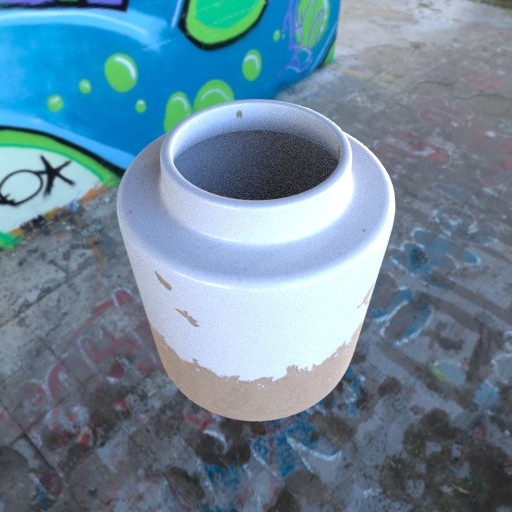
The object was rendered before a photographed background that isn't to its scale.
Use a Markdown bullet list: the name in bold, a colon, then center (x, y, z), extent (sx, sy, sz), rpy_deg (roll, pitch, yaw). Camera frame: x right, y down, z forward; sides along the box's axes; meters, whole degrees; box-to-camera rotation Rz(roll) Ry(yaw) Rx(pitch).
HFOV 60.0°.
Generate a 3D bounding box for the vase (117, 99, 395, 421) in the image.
- **vase**: center (0.000, 0.000, 0.288), extent (0.153, 0.167, 0.153), rpy_deg (0, 47, 0)
